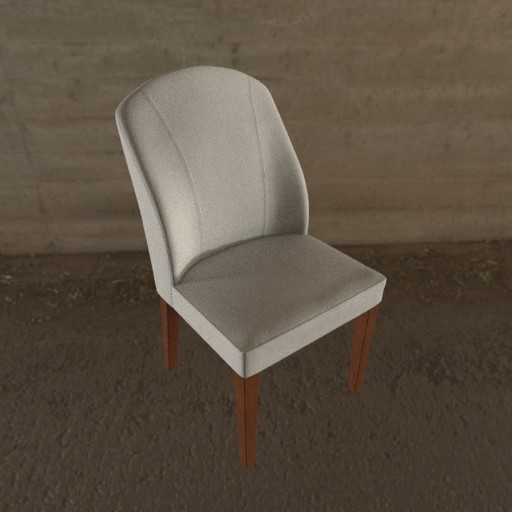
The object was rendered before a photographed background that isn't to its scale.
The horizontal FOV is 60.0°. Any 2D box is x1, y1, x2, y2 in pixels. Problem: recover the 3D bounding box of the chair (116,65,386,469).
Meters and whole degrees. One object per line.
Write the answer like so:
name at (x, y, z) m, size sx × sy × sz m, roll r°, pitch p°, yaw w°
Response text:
chair at (0.000, 0.000, 1.194) m, size 0.472 × 0.893 × 0.540 m, roll -21°, pitch 37°, yaw -31°
